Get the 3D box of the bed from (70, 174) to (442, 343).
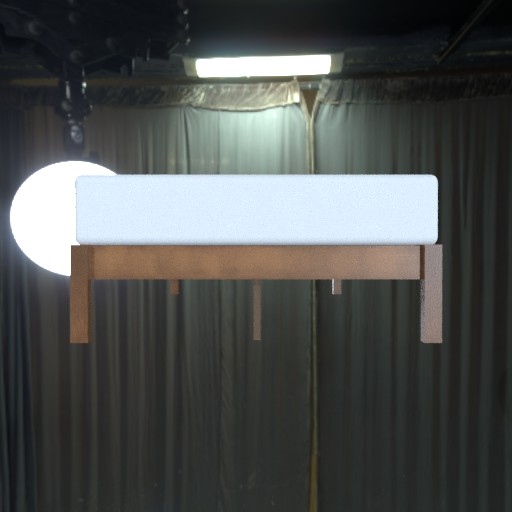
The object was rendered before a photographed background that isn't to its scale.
[{"bbox_3d":[0.000,0.000,2.568,1.348,0.616,1.927,0,0,0],"label":"bed"}]
